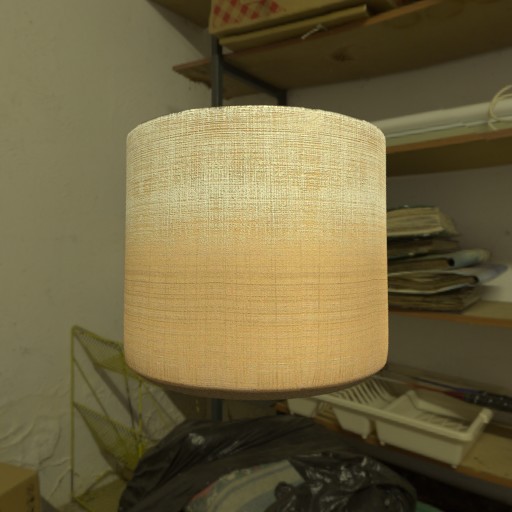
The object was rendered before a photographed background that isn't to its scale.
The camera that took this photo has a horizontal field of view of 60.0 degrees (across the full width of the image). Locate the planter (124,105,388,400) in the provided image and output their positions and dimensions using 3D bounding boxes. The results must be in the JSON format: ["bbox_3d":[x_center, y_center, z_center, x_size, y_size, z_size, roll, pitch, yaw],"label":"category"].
[{"bbox_3d":[0.000,0.000,0.444,0.254,0.221,0.254,0,0,0],"label":"planter"}]
